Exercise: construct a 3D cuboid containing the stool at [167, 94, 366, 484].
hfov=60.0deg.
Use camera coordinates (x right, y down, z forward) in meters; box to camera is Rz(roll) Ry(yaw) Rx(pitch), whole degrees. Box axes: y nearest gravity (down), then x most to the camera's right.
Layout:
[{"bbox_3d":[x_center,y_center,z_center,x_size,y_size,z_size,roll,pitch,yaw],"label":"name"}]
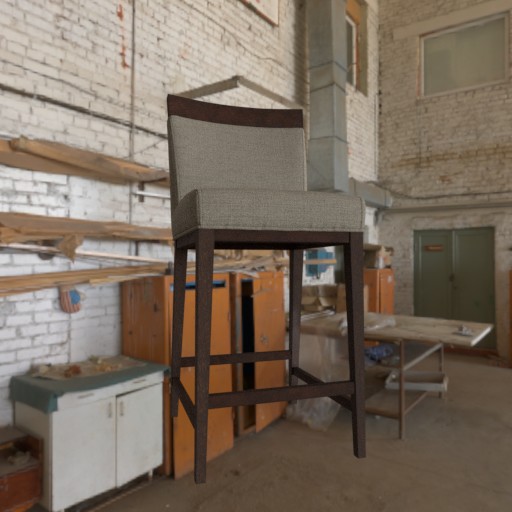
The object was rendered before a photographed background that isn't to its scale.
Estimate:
[{"bbox_3d":[0.000,0.000,1.404,0.511,1.117,0.531,0,0,-18],"label":"stool"}]
